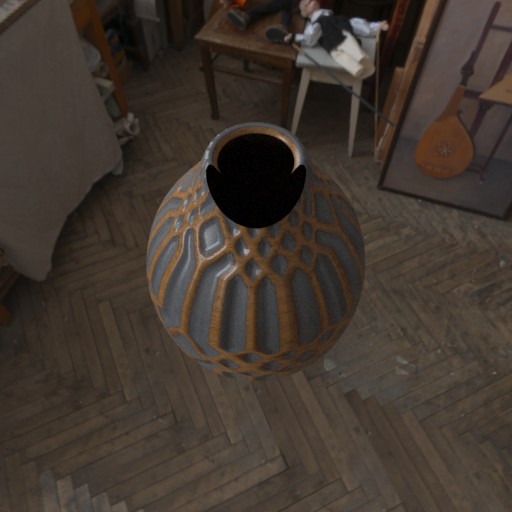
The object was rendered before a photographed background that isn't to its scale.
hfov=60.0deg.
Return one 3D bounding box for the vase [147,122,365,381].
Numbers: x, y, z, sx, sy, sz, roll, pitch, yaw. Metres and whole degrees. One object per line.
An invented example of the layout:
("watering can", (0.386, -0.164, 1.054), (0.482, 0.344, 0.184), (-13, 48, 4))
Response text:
("vase", (0.000, 0.000, 0.139), (0.069, 0.088, 0.069), (0, 59, 0))
